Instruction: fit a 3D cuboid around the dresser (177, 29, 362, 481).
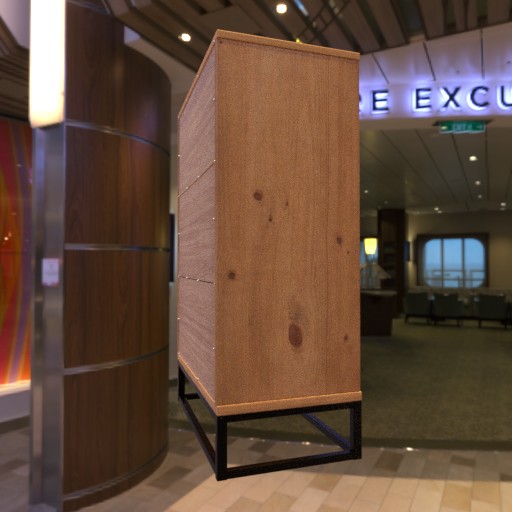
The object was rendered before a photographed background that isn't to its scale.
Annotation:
[{"bbox_3d":[0.000,0.000,1.646,0.479,1.240,0.761,0,-1,-18],"label":"dresser"}]
